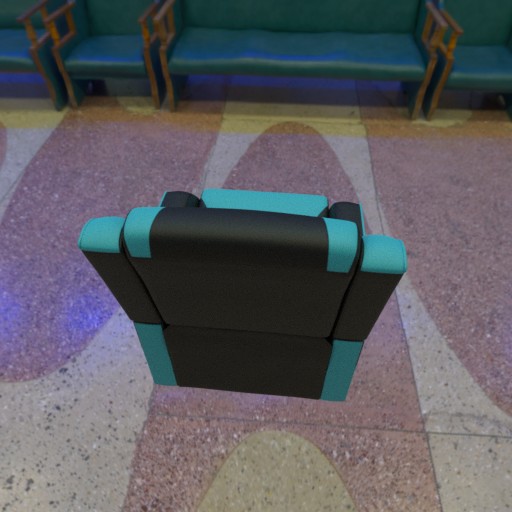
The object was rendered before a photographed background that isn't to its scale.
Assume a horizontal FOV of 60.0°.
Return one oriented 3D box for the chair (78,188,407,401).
[{"bbox_3d":[0.000,0.000,1.289,0.620,0.805,0.672,4,47,4],"label":"chair"}]
